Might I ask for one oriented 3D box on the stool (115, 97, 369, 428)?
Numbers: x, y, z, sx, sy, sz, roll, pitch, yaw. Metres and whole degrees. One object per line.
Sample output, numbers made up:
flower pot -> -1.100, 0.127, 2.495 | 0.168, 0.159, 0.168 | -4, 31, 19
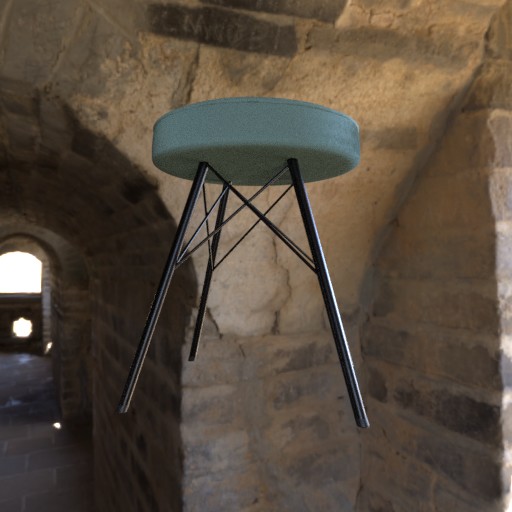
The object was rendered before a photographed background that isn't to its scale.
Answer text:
stool -> 0.000, 0.000, 0.889 | 0.458, 0.519, 0.457 | 0, -1, 18
